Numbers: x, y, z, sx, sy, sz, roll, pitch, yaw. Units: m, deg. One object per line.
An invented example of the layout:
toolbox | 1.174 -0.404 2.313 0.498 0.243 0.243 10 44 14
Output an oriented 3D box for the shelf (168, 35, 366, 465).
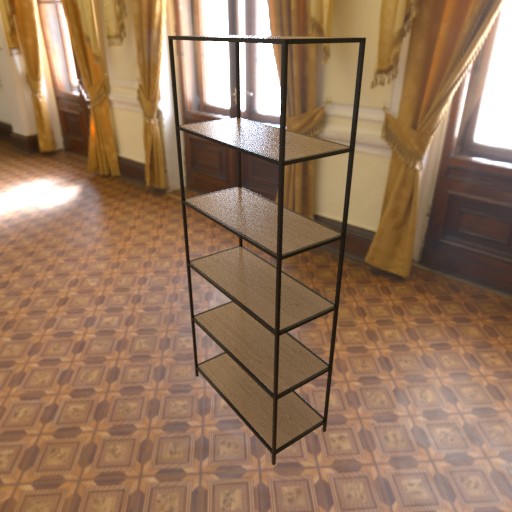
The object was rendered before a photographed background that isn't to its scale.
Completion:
shelf | 0.000 0.000 2.085 0.350 1.850 0.770 -18 32 -31
